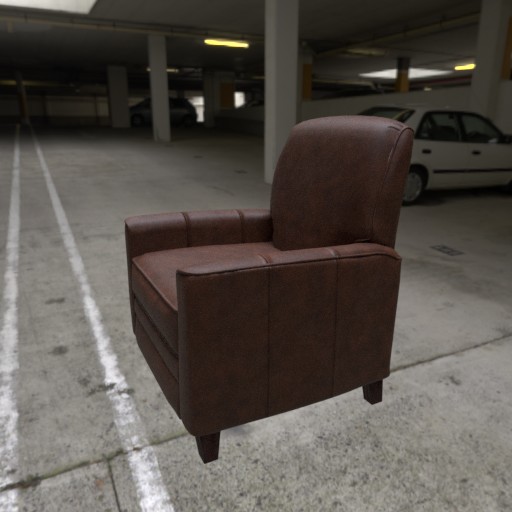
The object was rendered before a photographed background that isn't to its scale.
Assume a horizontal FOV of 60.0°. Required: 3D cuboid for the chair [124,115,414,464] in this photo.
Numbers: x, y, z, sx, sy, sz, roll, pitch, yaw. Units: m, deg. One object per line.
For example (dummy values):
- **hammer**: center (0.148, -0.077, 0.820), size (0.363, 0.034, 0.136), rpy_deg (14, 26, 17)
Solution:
- **chair**: center (0.000, 0.000, 1.659), size (0.850, 1.010, 0.839), rpy_deg (-8, 18, -26)
